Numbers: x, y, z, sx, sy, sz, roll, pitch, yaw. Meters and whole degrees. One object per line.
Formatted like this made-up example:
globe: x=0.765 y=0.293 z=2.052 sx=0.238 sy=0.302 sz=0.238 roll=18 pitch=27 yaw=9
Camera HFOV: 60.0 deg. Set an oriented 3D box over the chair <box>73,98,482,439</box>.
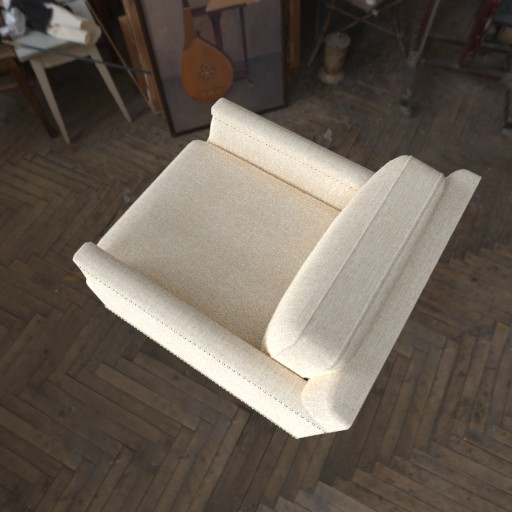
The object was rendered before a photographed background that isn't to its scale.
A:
chair: x=0.000 y=0.000 z=1.629 sx=1.041 sy=0.940 sz=0.838 roll=30 pitch=68 yaw=14
